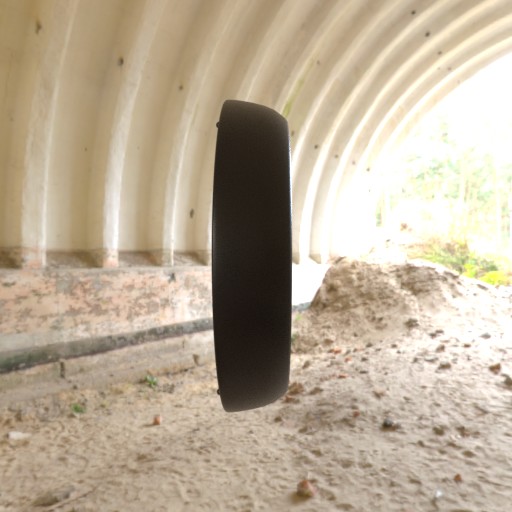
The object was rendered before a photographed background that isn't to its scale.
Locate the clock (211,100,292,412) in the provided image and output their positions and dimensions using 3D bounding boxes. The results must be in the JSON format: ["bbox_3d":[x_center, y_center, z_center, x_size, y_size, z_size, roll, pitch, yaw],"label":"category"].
[{"bbox_3d":[0.000,0.000,0.450,0.060,0.300,0.300,0,-1,2],"label":"clock"}]
